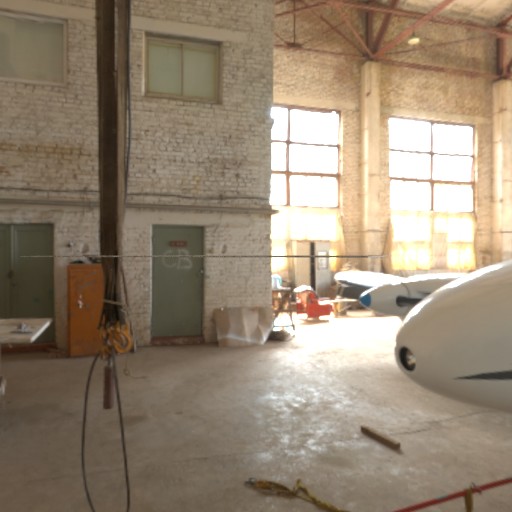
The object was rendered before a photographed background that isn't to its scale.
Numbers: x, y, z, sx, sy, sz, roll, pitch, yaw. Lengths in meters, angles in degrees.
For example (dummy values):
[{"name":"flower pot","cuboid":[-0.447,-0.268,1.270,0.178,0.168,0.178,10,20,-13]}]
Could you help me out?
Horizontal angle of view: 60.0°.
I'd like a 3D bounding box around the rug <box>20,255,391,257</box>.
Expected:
[{"name":"rug","cuboid":[0.000,0.000,2.135,1.190,0.003,1.634,0,0,19]}]
